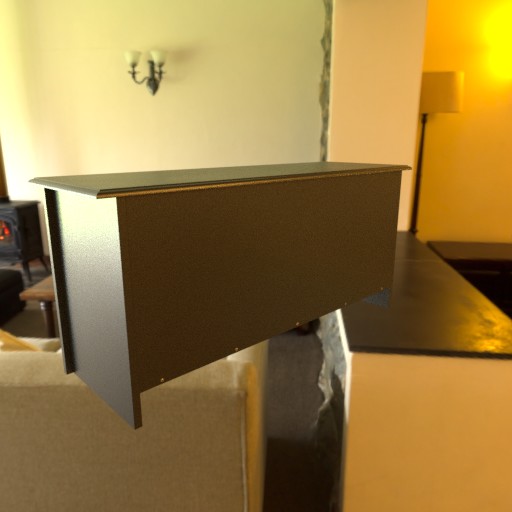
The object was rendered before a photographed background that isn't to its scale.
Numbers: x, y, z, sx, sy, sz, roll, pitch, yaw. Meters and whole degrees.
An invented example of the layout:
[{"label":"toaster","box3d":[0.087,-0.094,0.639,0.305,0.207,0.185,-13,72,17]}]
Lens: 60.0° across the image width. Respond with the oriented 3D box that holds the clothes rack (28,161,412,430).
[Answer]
[{"label":"clothes rack","box3d":[0.000,0.000,1.460,1.219,0.556,0.406,-14,20,-42]}]
